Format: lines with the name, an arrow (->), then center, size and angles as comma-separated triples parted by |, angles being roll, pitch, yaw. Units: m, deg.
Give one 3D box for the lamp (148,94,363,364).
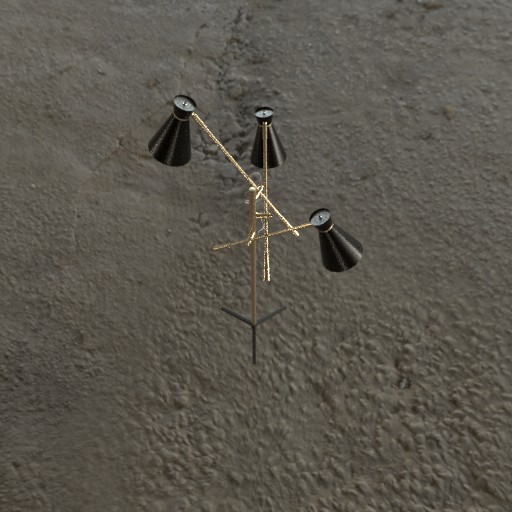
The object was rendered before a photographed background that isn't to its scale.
lamp -> 0.000, 0.000, 2.161 | 0.750, 1.804, 0.653 | -1, 64, 0
